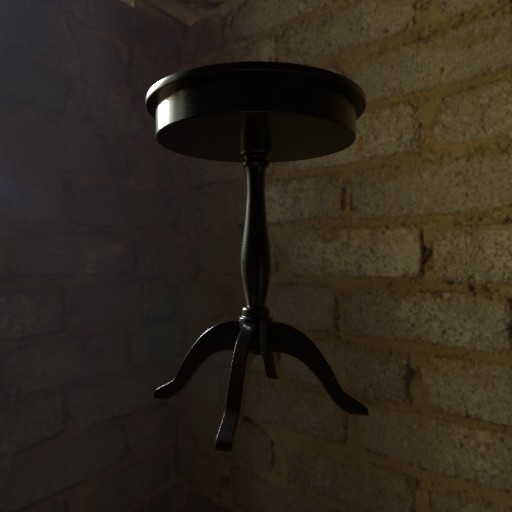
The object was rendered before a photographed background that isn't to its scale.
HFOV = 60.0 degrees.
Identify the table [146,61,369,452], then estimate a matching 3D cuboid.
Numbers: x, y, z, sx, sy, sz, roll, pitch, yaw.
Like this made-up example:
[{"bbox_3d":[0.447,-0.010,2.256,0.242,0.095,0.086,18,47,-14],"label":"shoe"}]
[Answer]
[{"bbox_3d":[0.000,0.000,0.989,0.481,0.665,0.481,0,0,0],"label":"table"}]
